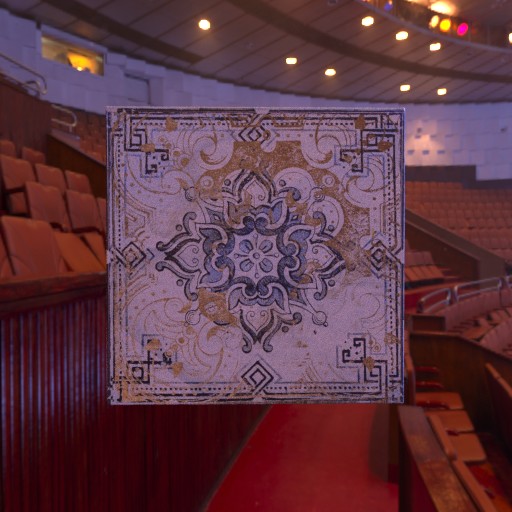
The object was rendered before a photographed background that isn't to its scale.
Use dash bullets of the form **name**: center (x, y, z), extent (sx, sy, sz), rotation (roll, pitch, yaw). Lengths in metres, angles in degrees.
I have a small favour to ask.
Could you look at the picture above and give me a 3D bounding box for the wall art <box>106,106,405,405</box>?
- **wall art**: center (0.000, 0.000, 0.922), extent (0.609, 0.607, 0.036), rotation (0, 1, -1)
